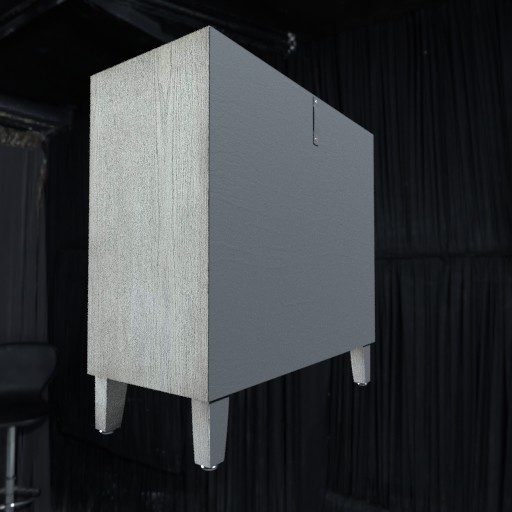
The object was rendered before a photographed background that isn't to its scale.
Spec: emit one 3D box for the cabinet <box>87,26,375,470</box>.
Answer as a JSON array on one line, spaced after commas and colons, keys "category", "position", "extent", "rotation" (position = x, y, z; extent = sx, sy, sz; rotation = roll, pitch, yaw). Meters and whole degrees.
[{"category": "cabinet", "position": [0.000, 0.000, 1.191], "extent": [0.370, 0.787, 0.781], "rotation": [-1, -2, 36]}]
